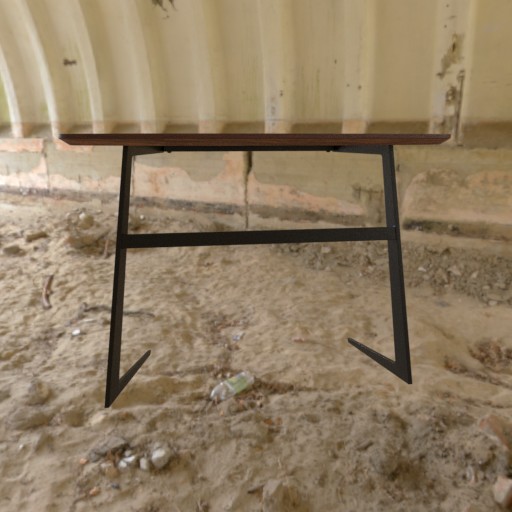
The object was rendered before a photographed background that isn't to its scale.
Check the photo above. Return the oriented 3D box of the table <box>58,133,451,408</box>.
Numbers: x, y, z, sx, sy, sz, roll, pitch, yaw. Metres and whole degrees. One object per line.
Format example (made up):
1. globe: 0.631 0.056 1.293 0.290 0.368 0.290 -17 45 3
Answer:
1. table: 0.000 0.000 1.086 0.804 0.576 0.361 -2 15 -8
